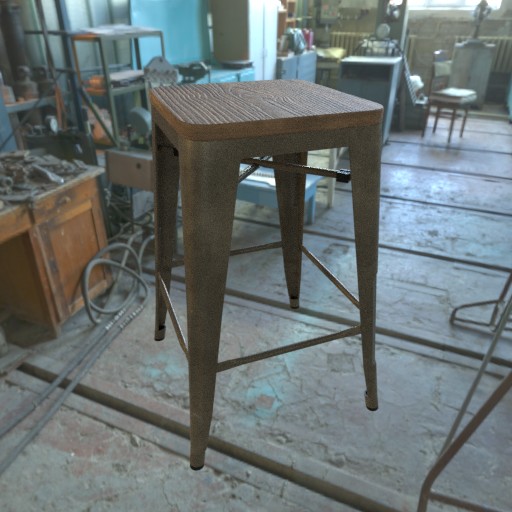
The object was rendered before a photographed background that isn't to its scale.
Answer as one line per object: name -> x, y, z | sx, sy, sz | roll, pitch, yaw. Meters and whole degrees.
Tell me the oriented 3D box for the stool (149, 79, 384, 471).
stool -> 0.000, 0.000, 0.884 | 0.407, 0.607, 0.407 | -11, 31, -18
